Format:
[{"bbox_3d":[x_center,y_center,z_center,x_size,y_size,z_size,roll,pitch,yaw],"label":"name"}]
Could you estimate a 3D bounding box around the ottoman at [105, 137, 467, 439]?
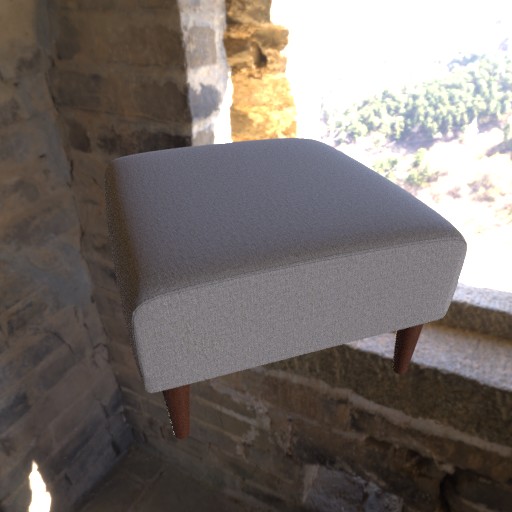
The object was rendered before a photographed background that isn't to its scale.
[{"bbox_3d":[0.000,0.000,1.068,0.648,0.399,0.655,-10,33,-17],"label":"ottoman"}]
